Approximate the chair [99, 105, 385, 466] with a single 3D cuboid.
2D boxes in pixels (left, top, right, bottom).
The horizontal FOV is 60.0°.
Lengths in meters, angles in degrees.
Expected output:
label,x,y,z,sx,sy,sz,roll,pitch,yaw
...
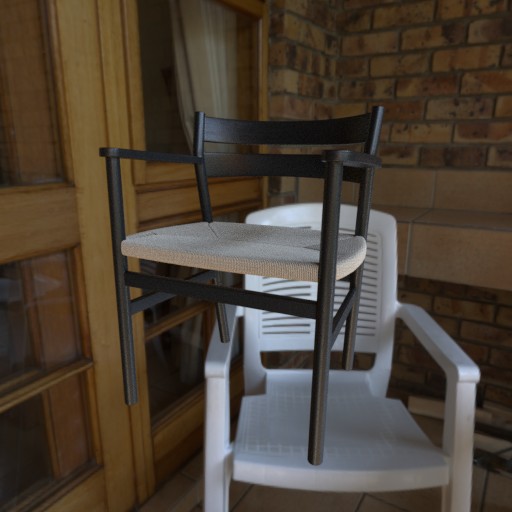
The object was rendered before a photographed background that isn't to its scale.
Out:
label,x,y,z,sx,sy,sz,roll,pitch,yaw
chair,0.000,0.000,1.199,0.630,0.775,0.508,7,16,25
